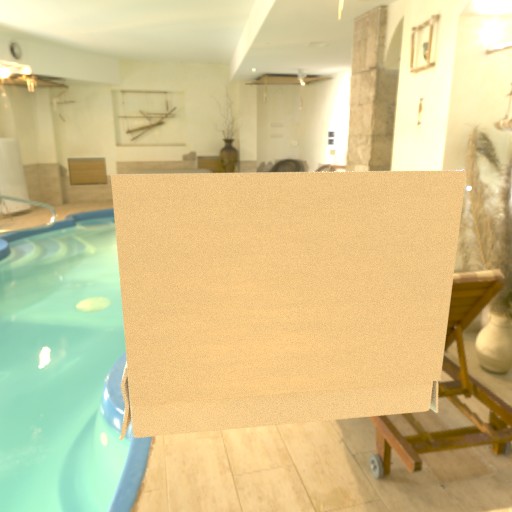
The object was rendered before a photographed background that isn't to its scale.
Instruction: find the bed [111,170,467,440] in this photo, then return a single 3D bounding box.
[{"bbox_3d":[0.000,0.000,3.124,1.745,1.335,2.094,-2,16,-8],"label":"bed"}]
